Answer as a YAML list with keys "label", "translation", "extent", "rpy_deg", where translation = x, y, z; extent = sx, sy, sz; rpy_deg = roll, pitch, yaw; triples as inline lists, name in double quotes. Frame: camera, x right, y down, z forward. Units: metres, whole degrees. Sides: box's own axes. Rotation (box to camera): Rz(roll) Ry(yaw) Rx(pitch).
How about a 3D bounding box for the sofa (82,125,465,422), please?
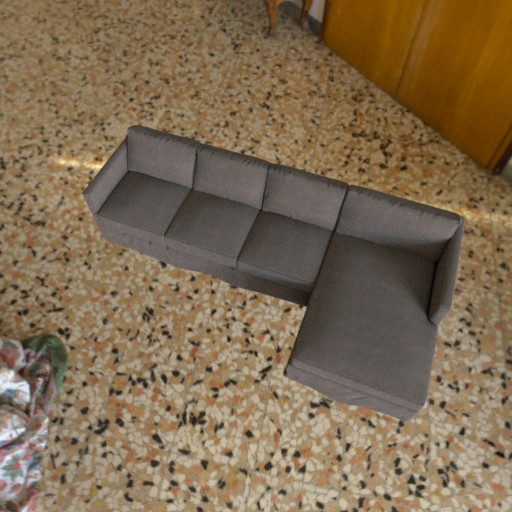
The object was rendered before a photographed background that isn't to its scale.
- label: "sofa"
  translation: [0.000, 0.000, 3.835]
  extent: [3.205, 0.922, 1.650]
  rpy_deg: [18, 58, 11]
